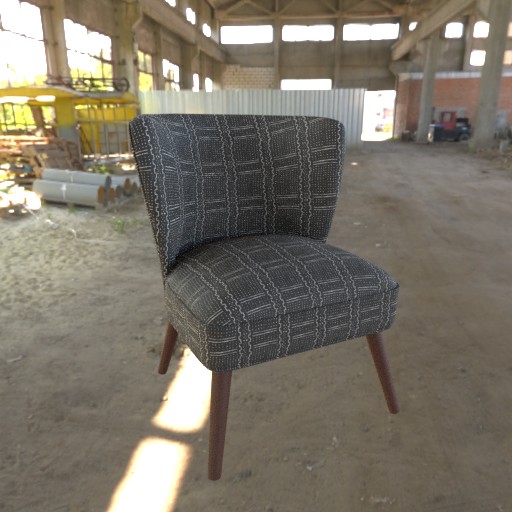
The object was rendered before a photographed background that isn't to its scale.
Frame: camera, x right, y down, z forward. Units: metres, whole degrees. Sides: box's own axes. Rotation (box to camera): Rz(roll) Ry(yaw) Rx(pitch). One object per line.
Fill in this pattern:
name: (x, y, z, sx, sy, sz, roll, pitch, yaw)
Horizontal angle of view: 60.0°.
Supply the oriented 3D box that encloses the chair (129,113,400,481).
chair: (0.000, 0.000, 1.398, 0.710, 0.866, 0.758, -8, 18, -26)
